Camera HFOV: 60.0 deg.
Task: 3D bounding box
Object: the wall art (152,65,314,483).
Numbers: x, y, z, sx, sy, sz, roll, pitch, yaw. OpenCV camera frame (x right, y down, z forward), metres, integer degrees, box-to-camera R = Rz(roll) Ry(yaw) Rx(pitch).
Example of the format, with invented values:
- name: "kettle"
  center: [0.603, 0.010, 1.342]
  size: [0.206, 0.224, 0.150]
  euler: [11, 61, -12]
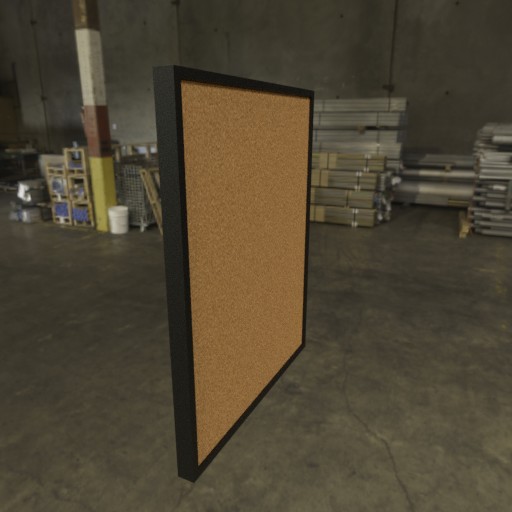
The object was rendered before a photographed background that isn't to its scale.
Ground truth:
- name: "wall art"
  center: [0.000, 0.000, 0.762]
  size: [0.029, 0.559, 0.457]
  euler: [8, 19, 25]
